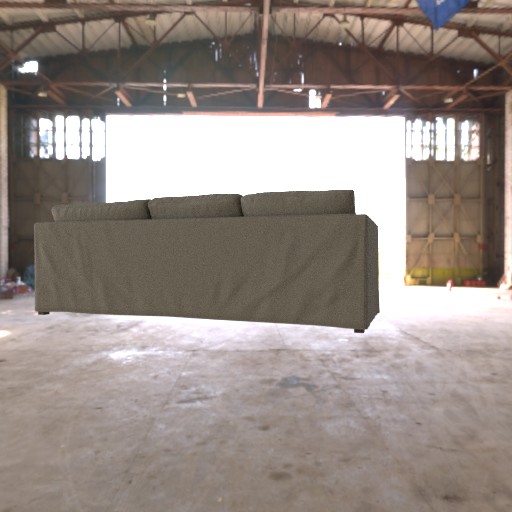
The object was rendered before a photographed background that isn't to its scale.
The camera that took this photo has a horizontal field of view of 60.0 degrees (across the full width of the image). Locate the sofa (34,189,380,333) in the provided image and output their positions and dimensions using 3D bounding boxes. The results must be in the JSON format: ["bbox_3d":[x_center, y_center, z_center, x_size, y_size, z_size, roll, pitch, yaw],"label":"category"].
[{"bbox_3d":[0.000,0.000,4.388,2.432,0.871,3.182,0,0,19],"label":"sofa"}]
